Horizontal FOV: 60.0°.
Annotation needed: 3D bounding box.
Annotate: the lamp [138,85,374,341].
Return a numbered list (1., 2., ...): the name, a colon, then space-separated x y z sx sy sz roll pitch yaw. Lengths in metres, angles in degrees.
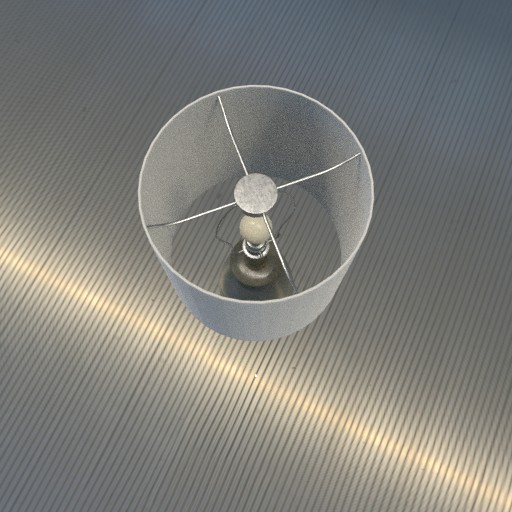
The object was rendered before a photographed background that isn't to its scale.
1. lamp: 0.000 0.000 0.486 0.186 0.369 0.186 0 75 0
